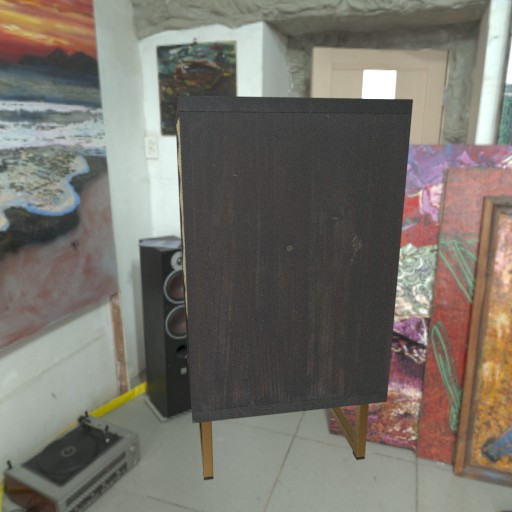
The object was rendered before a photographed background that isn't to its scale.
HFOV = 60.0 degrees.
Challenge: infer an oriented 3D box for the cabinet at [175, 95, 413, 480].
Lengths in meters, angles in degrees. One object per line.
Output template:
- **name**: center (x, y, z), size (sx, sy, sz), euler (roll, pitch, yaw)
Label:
- **cabinet**: center (0.000, 0.000, 1.385), size (0.451, 0.860, 0.950), euler (-3, 15, -10)
